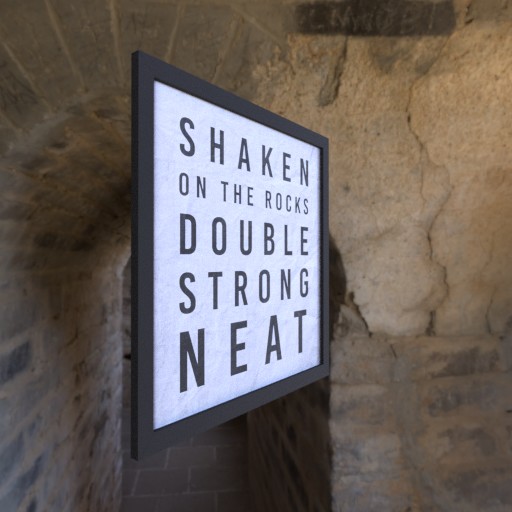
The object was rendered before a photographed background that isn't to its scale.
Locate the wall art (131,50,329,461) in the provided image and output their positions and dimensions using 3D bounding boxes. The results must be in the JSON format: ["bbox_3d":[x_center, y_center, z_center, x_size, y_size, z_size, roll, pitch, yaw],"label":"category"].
[{"bbox_3d":[0.000,0.000,0.680,0.013,0.458,0.456,0,0,37],"label":"wall art"}]
